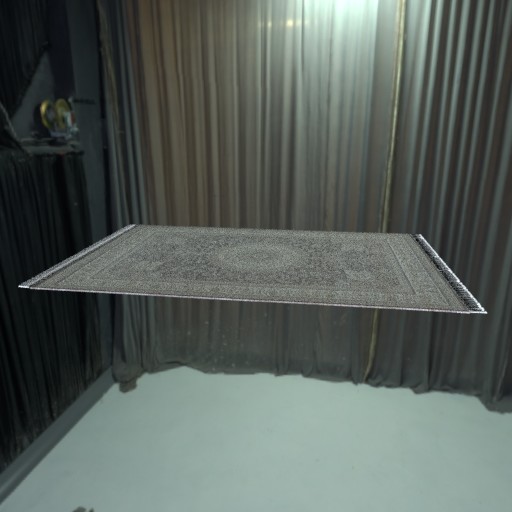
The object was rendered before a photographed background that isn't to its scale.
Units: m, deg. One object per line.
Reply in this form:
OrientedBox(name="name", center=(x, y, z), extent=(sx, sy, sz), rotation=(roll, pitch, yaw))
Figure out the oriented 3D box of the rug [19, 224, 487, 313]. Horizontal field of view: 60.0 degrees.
OrientedBox(name="rug", center=(0.000, 0.000, 2.989), extent=(2.440, 0.010, 1.528), rotation=(2, 17, 8))
